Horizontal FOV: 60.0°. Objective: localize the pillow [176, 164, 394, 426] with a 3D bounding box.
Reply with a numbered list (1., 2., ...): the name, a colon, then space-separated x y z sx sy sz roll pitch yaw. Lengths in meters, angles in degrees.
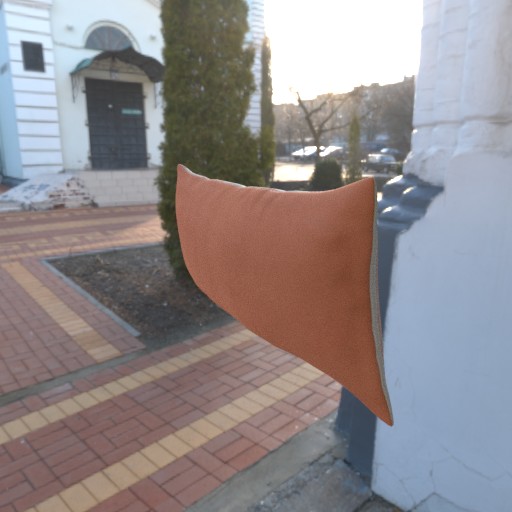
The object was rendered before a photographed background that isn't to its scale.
1. pillow: 0.000 0.000 0.738 0.156 0.292 0.608 -7 15 -27
